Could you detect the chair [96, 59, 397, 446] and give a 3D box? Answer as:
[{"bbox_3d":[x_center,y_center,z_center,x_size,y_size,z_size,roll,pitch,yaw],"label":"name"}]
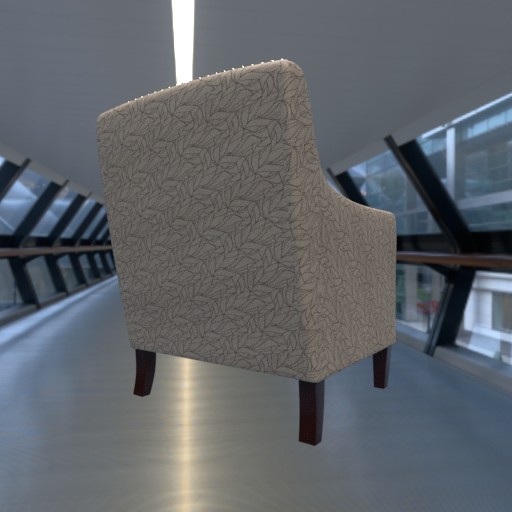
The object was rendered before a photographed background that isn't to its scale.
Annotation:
[{"bbox_3d":[0.000,0.000,1.292,0.623,0.816,0.651,0,0,36],"label":"chair"}]
